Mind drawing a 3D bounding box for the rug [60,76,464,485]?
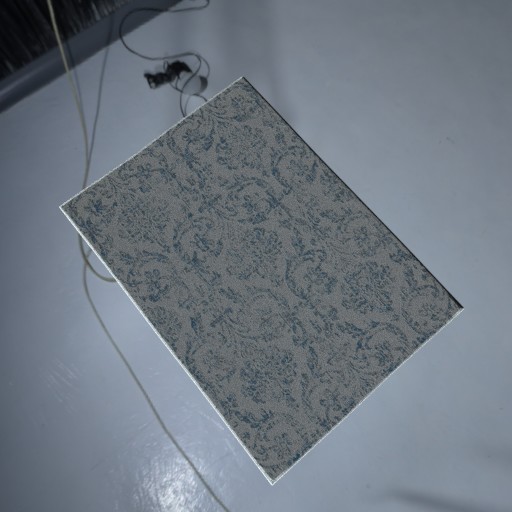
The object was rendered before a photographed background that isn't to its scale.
[{"bbox_3d":[0.000,0.000,2.869,1.586,0.014,2.197,-39,79,-9],"label":"rug"}]
